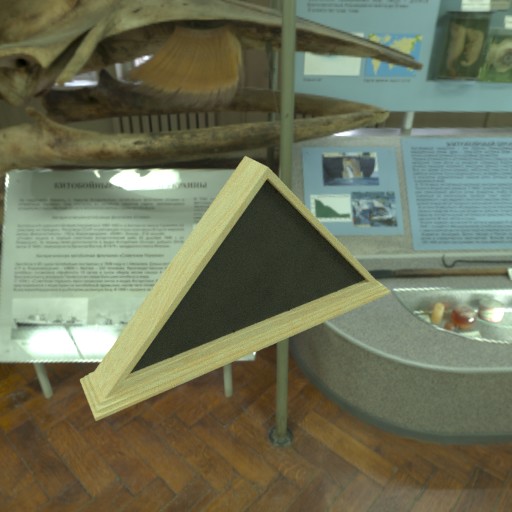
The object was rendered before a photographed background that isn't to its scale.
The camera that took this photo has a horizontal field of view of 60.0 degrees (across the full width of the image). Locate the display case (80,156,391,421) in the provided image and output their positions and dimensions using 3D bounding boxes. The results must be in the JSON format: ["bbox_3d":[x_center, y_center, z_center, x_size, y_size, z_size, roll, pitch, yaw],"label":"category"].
[{"bbox_3d":[0.000,0.000,0.776,0.640,0.340,0.095,-18,34,-28],"label":"display case"}]
